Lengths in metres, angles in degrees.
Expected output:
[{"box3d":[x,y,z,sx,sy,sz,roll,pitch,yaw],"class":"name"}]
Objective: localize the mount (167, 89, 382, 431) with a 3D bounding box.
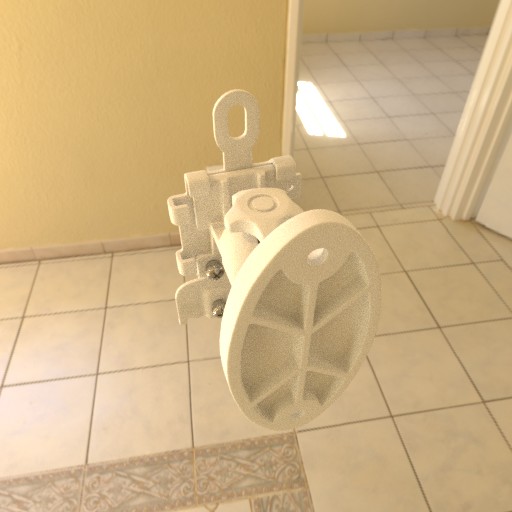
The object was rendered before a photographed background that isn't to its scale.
[{"box3d":[0.000,0.000,0.178,0.066,0.118,0.100,-13,44,-14],"class":"mount"}]
